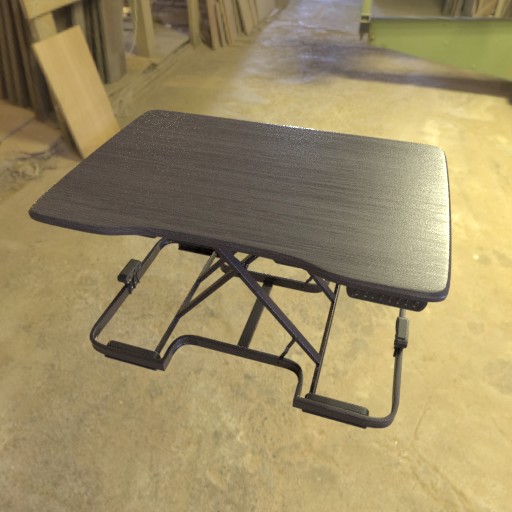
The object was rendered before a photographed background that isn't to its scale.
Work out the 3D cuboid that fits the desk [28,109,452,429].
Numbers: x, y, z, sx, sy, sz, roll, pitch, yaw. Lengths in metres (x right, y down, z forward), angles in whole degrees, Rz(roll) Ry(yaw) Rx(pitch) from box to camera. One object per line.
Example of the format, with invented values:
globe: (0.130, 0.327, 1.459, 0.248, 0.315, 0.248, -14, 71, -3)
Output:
desk: (0.000, 0.000, 1.130, 0.820, 0.470, 0.546, 11, 42, 13)
